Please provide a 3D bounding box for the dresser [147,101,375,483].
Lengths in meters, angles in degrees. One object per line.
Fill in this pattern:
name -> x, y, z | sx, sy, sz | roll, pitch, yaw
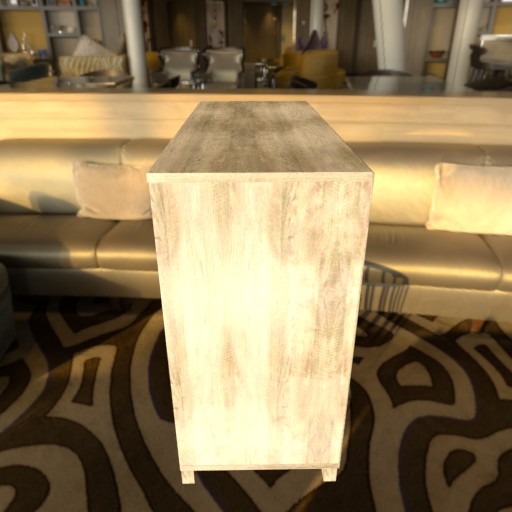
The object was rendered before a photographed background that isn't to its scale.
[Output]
dresser -> 0.000, 0.000, 1.408 | 0.404, 0.816, 0.994 | 0, 26, -1
